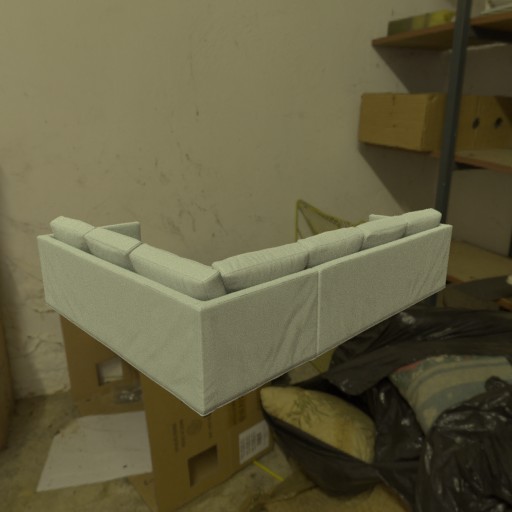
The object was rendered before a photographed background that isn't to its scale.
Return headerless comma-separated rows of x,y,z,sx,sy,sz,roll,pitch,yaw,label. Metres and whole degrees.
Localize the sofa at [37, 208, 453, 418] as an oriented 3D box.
0.000,0.000,4.290,3.182,0.871,2.432,-15,21,-42,sofa
